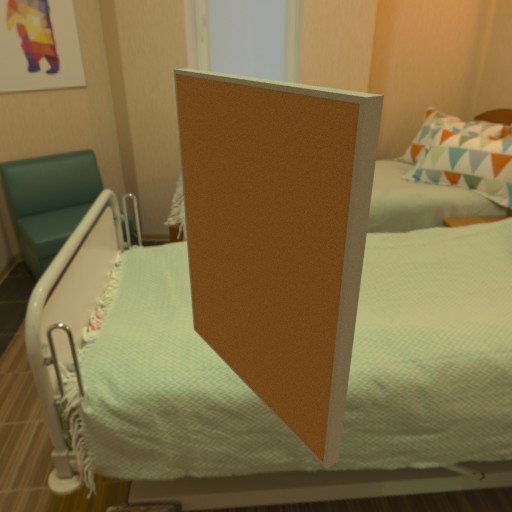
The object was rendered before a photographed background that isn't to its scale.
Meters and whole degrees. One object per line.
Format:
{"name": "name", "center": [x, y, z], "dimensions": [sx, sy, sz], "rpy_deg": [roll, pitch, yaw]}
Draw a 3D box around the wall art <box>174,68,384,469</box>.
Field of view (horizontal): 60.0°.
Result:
{"name": "wall art", "center": [0.000, 0.000, 1.024], "dimensions": [0.055, 0.763, 0.611], "rpy_deg": [-18, 32, -31]}
